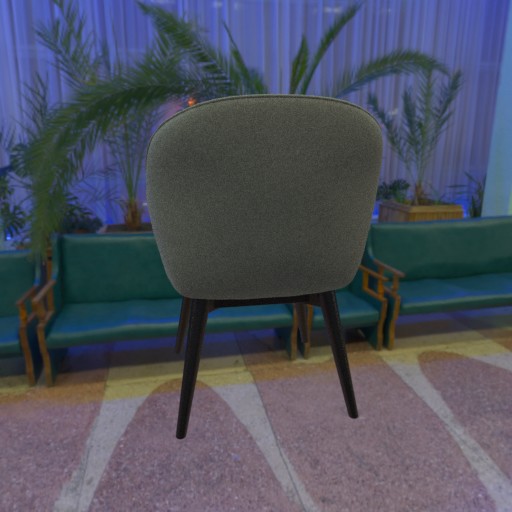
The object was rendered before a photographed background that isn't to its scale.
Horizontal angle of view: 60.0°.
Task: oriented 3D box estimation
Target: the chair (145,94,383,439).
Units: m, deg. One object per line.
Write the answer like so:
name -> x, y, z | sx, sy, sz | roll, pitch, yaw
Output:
chair -> 0.000, 0.000, 1.249 | 0.589, 0.810, 0.611 | -3, 16, -10
